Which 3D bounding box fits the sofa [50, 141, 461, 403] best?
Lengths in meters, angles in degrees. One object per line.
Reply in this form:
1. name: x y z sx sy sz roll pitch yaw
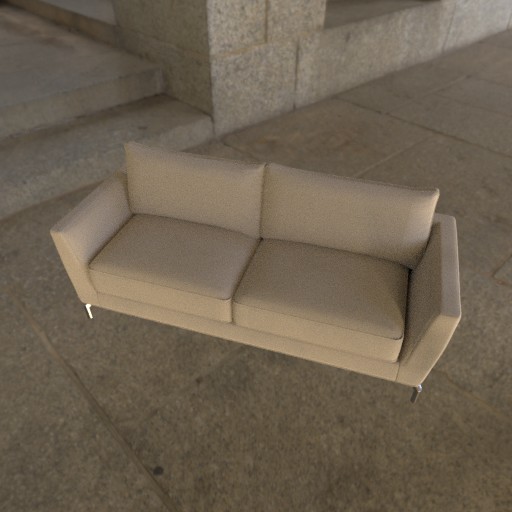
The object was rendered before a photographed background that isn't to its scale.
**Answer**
1. sofa: 0.000 0.000 2.708 2.214 1.005 0.868 11 41 13
